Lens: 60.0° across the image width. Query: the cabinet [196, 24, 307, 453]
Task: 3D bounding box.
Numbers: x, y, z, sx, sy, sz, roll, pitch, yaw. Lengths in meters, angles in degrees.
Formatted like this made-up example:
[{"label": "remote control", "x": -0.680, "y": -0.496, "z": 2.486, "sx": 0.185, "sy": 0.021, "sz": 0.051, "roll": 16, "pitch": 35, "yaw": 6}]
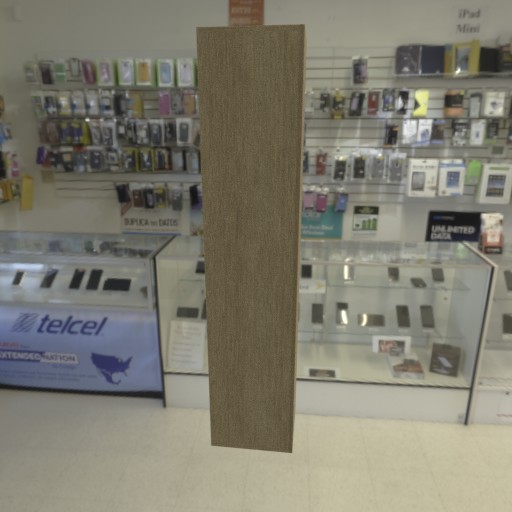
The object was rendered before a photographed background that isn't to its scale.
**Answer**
[{"label": "cabinet", "x": 0.000, "y": 0.000, "z": 1.545, "sx": 0.300, "sy": 1.400, "sz": 0.270, "roll": 2, "pitch": 17, "yaw": 7}]
